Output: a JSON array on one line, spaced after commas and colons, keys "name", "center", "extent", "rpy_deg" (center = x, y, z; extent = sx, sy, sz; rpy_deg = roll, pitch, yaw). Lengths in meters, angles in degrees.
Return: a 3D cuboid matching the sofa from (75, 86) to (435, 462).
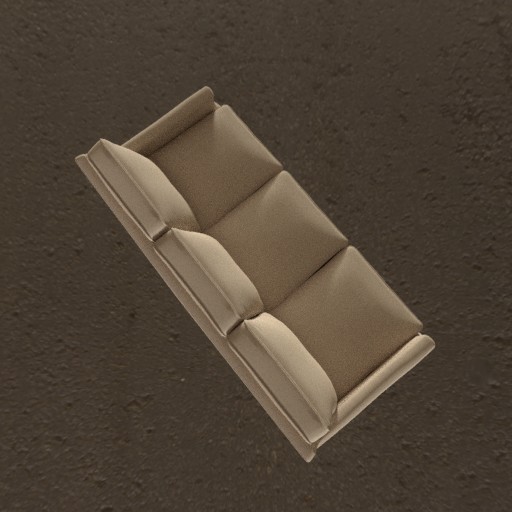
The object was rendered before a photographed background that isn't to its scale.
[{"name": "sofa", "center": [0.000, 0.000, 2.864], "extent": [1.084, 1.003, 2.246], "rpy_deg": [-38, 79, -9]}]
